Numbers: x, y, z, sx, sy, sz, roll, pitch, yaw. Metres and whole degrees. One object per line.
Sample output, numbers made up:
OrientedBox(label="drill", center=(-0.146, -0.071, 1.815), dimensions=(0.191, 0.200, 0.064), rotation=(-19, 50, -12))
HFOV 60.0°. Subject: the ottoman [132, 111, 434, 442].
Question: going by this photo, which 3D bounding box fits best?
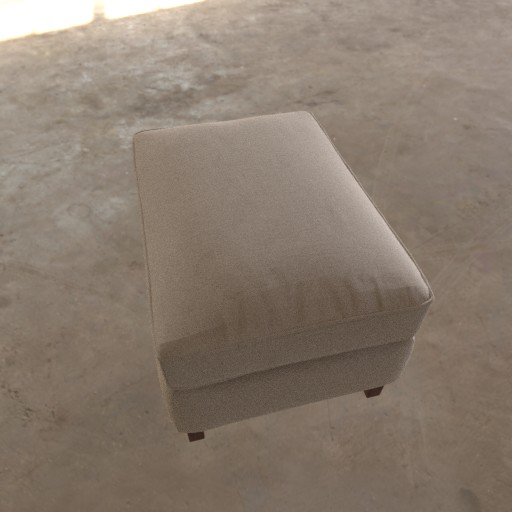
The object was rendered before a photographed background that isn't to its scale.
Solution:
OrientedBox(label="ottoman", center=(0.000, 0.000, 1.011), dimensions=(0.501, 0.456, 0.665), rotation=(-10, 47, -10))
